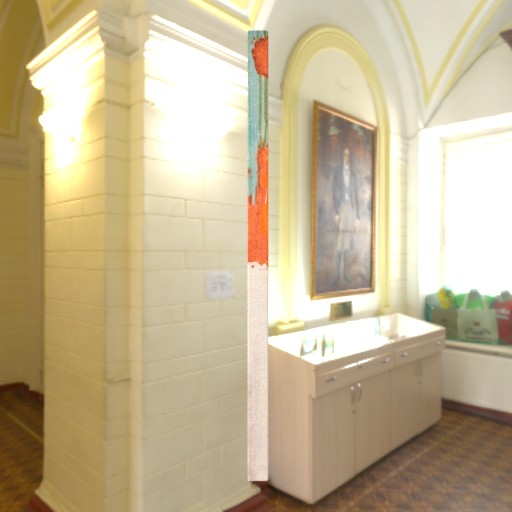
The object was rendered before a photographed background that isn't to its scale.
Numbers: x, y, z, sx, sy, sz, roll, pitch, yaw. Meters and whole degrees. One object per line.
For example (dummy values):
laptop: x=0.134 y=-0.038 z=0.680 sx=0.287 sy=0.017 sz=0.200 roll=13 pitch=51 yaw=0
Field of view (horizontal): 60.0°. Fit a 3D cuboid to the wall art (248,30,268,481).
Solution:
wall art: x=0.000 y=0.000 z=1.205 sx=0.037 sy=0.814 sz=0.814 roll=0 pitch=0 yaw=-1
